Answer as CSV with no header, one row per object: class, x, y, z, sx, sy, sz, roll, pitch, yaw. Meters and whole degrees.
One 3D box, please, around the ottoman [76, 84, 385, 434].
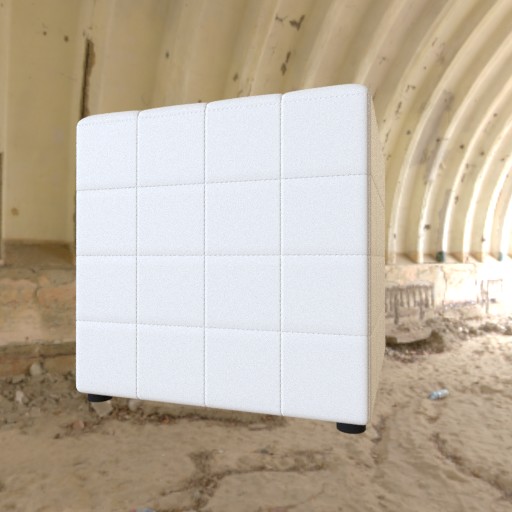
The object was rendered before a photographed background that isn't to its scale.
ottoman,0.000,0.000,0.787,0.425,0.432,0.425,0,0,18
